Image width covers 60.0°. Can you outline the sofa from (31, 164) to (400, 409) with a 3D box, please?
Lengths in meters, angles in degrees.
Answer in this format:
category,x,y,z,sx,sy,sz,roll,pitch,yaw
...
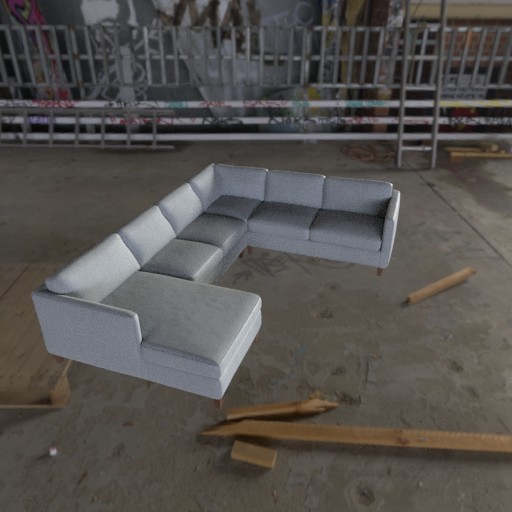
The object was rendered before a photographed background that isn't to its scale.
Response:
category,x,y,z,sx,sy,sz,roll,pitch,yaw
sofa,0.000,0.000,4.434,2.551,0.853,3.238,10,31,17
